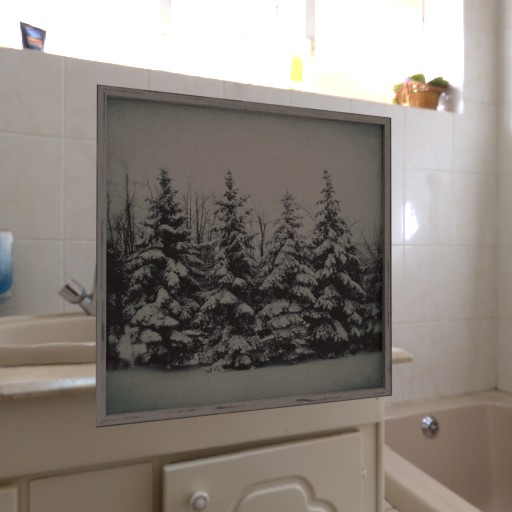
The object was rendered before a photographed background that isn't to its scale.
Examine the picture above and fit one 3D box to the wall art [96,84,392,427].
[{"bbox_3d":[0.000,0.000,0.747,0.506,0.506,0.038,0,-1,-18],"label":"wall art"}]
